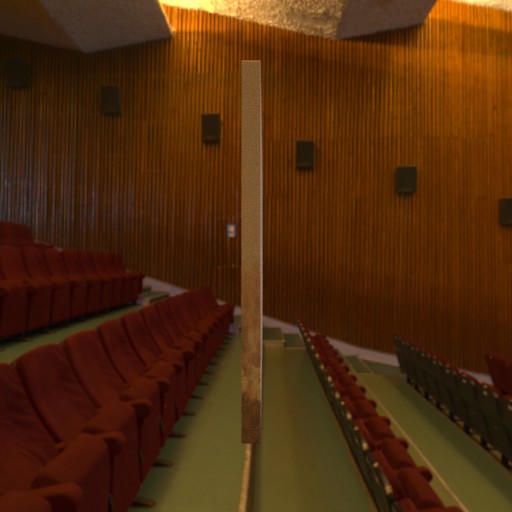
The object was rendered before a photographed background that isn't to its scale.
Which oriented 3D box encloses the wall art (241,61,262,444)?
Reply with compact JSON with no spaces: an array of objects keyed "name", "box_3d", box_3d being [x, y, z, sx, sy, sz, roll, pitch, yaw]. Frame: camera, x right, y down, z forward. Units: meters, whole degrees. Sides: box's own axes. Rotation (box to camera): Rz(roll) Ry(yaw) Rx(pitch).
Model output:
[{"name":"wall art","box_3d":[0.000,0.000,1.446,0.041,0.758,1.142,0,-1,1]}]
